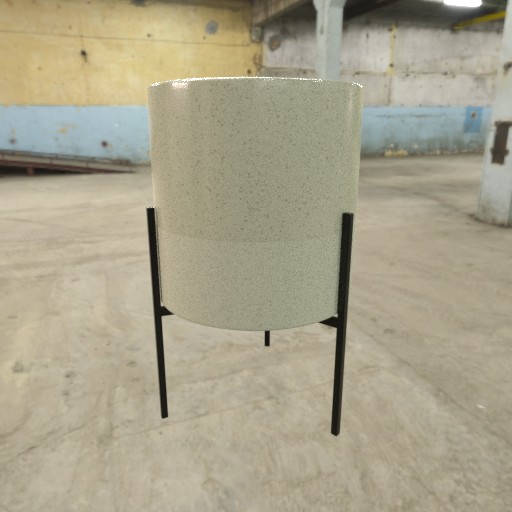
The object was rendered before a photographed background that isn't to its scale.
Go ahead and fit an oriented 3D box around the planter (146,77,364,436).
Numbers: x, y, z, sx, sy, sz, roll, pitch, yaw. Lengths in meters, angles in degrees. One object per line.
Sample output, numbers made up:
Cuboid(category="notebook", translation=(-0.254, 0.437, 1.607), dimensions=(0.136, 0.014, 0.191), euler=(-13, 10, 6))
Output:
Cuboid(category="planter", translation=(0.000, 0.000, 0.548), dimensions=(0.234, 0.390, 0.243), euler=(3, 17, 9))
